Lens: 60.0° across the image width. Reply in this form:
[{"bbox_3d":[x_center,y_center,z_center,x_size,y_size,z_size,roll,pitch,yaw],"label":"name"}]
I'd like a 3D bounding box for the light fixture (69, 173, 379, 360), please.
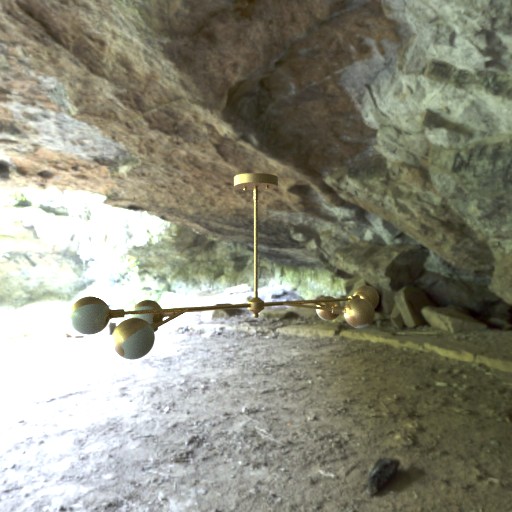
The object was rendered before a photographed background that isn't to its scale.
[{"bbox_3d":[0.000,0.000,1.019,0.778,0.362,0.434,0,-1,-18],"label":"light fixture"}]
